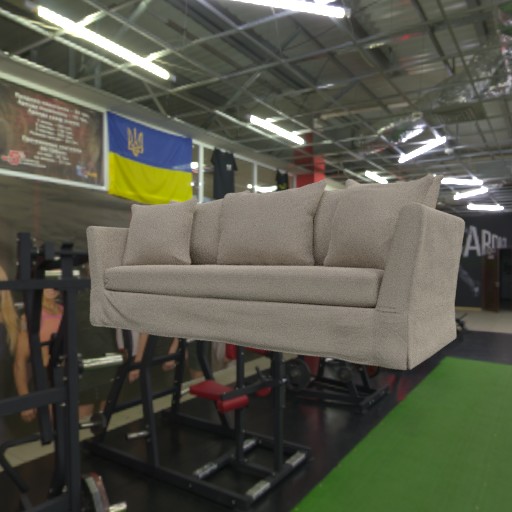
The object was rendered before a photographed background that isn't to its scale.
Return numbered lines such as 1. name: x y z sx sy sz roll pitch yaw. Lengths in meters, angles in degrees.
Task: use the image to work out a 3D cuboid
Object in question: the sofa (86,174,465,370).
1. sofa: 0.000 0.000 3.067 2.499 1.047 1.046 0 0 35
